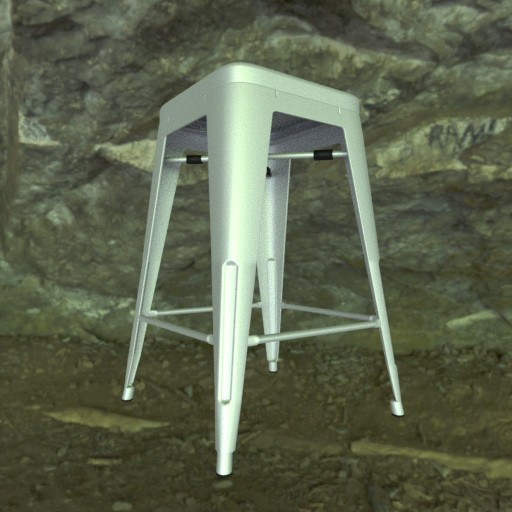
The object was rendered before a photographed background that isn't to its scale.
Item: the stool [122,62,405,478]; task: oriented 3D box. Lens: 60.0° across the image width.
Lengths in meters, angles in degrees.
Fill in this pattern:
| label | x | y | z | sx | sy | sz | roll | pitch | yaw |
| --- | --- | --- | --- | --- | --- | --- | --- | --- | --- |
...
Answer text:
| label | x | y | z | sx | sy | sz | roll | pitch | yaw |
| --- | --- | --- | --- | --- | --- | --- | --- | --- | --- |
| stool | 0.000 | 0.000 | 0.885 | 0.410 | 0.608 | 0.410 | 0 | 0 | -36 |
